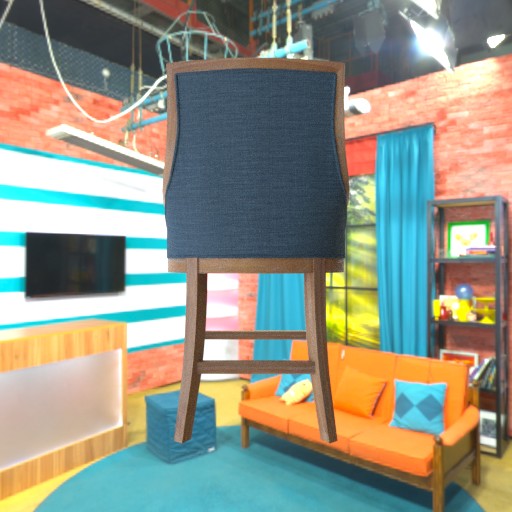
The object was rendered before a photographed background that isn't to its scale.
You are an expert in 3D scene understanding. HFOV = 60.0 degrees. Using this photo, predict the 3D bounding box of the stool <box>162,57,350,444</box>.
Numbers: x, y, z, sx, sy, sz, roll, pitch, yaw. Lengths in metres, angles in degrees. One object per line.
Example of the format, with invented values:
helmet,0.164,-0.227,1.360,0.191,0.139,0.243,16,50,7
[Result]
stool,0.000,0.000,1.352,0.524,0.938,0.626,0,-1,0
